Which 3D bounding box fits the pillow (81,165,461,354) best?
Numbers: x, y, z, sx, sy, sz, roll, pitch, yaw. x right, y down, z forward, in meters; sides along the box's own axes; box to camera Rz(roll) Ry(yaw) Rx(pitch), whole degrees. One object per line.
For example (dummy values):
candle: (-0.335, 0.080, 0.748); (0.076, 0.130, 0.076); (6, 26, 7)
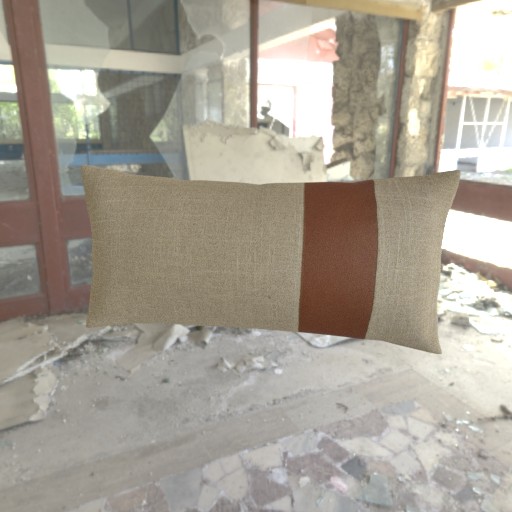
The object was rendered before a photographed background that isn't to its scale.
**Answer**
pillow: (0.000, 0.000, 0.726); (0.612, 0.282, 0.155); (3, 16, 9)
